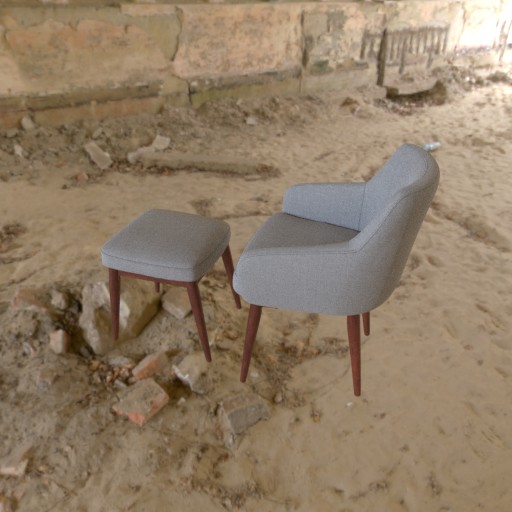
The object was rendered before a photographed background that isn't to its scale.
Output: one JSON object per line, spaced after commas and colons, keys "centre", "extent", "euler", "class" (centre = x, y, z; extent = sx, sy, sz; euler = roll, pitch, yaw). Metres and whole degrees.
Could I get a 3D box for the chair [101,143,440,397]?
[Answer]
{"centre": [0.000, 0.000, 1.606], "extent": [1.107, 0.799, 0.584], "euler": [9, 32, 15], "class": "chair"}
